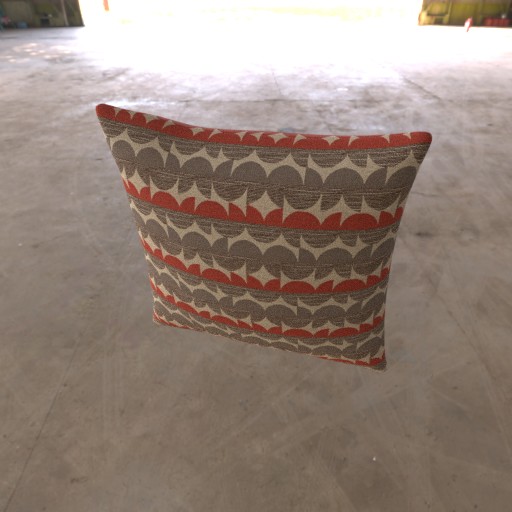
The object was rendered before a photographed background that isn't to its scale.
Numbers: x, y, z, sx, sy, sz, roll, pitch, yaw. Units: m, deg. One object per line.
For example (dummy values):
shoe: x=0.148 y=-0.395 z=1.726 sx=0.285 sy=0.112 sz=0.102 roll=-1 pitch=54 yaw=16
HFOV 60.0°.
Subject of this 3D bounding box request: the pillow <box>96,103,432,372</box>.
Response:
pillow: x=0.000 y=0.000 z=0.641 sx=0.420 sy=0.410 sz=0.180 roll=10 pitch=33 yaw=15
